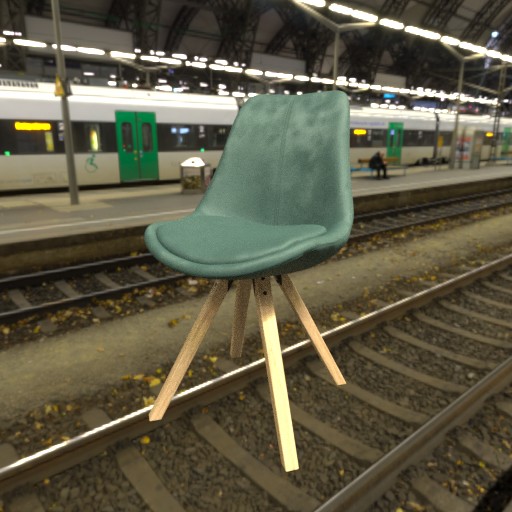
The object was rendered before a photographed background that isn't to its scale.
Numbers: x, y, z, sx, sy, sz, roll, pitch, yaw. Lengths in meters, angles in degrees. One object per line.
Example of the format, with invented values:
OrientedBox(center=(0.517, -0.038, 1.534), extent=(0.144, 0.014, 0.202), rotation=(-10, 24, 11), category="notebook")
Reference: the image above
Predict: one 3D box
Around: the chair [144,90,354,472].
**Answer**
OrientedBox(center=(0.000, 0.000, 1.182), extent=(0.483, 0.865, 0.547), rotation=(8, 16, 27), category="chair")
